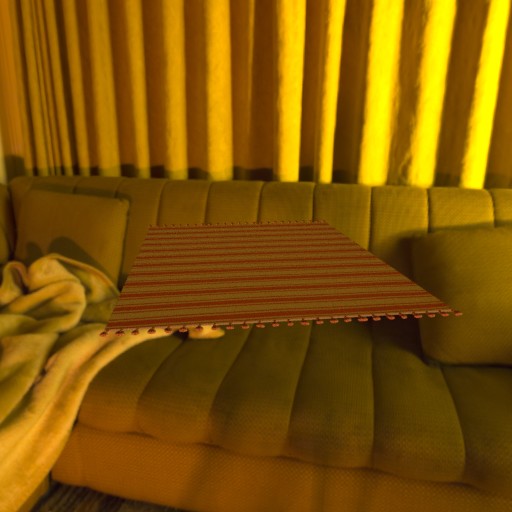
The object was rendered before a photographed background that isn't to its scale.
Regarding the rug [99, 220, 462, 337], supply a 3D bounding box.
[{"bbox_3d":[0.000,0.000,4.533,2.451,0.035,3.369,-2,16,-8],"label":"rug"}]
